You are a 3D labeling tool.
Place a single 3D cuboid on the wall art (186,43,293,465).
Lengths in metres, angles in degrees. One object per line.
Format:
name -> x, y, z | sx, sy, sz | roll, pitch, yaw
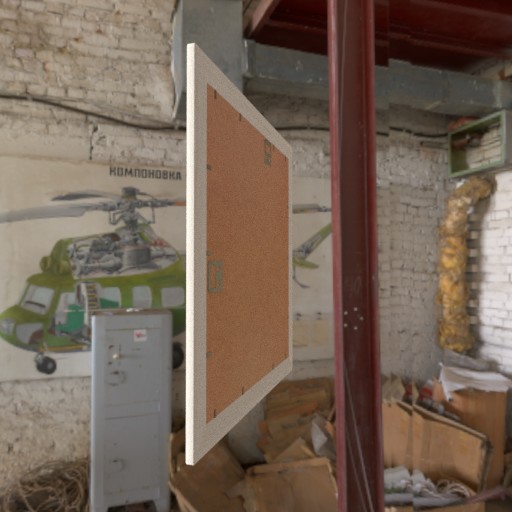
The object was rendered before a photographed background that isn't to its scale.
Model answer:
wall art -> 0.000, 0.000, 0.890 | 0.013, 0.584, 0.584 | 0, -1, 18
